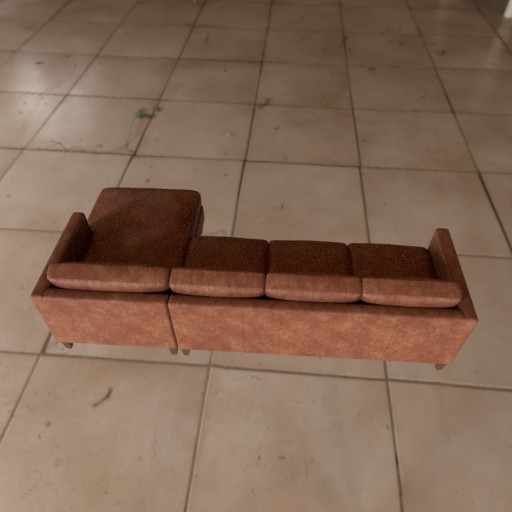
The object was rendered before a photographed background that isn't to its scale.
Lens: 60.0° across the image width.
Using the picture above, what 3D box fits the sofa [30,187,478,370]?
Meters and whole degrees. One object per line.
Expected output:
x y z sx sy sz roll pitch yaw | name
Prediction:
0.000 0.000 3.885 3.203 0.883 1.581 3 47 3 | sofa
